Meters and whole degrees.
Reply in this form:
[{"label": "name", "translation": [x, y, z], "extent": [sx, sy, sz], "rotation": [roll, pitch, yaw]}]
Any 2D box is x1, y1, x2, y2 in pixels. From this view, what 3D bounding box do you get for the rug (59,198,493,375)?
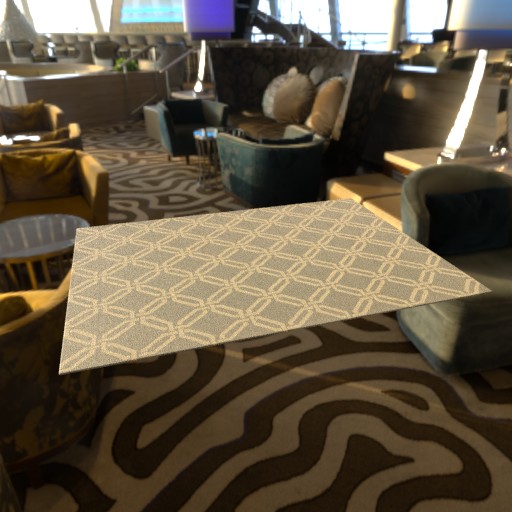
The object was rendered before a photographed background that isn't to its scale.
[{"label": "rug", "translation": [0.000, 0.000, 4.270], "extent": [3.353, 0.013, 2.438], "rotation": [-8, 28, -15]}]
